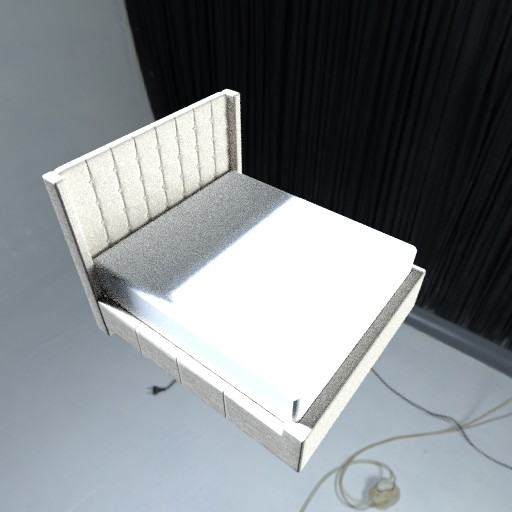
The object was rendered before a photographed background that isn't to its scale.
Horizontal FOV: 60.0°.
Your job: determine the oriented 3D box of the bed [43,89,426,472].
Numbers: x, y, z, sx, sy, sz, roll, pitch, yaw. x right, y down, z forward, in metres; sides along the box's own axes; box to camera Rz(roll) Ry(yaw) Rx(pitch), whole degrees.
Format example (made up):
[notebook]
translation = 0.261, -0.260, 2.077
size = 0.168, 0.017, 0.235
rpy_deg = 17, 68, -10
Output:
[bed]
translation = 0.000, 0.000, 3.832
size = 2.370, 1.743, 2.045
rpy_deg = 27, 49, 27
